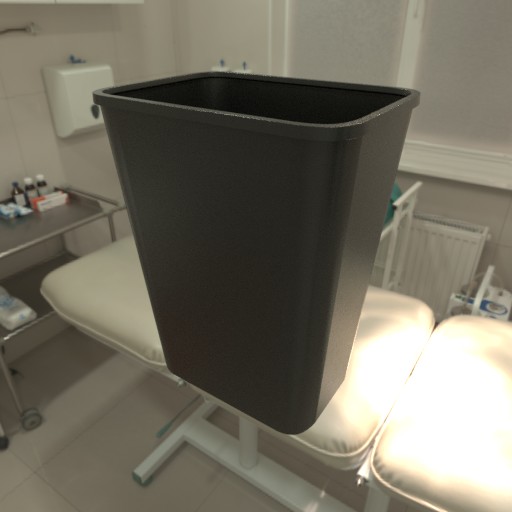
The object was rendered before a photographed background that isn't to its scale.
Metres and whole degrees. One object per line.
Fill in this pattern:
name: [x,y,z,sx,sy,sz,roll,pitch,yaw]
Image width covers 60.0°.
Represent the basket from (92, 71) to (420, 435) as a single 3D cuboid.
basket: [0.000,0.000,0.736,0.394,0.521,0.287,18,34,29]
